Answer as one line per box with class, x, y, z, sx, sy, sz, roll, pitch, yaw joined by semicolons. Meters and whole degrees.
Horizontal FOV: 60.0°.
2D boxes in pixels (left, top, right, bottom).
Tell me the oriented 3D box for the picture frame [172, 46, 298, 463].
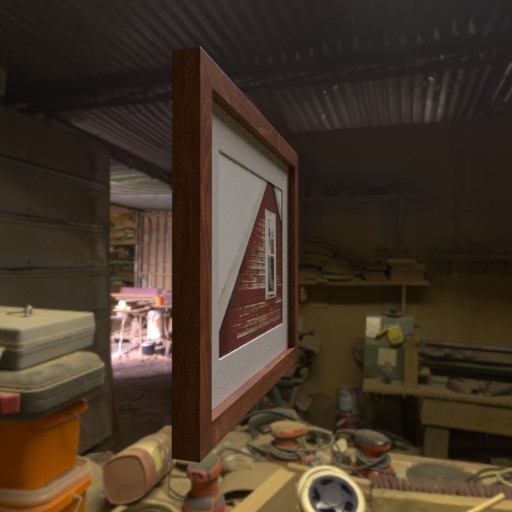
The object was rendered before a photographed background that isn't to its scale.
picture frame;0.000;0.000;0.537;0.025;0.330;0.381;0;-1;17
